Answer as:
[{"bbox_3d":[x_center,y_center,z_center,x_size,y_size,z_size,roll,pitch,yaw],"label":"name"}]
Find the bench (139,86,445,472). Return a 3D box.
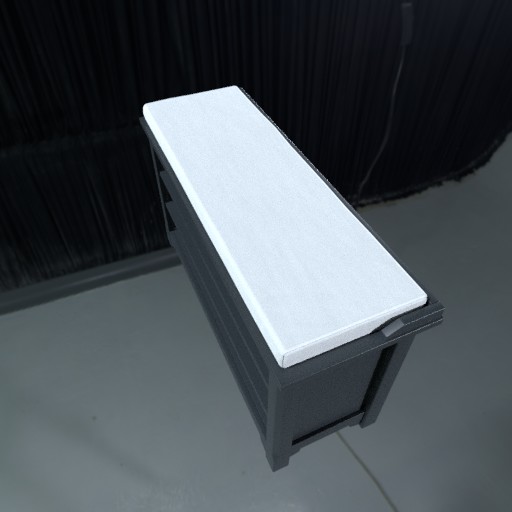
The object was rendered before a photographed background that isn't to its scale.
[{"bbox_3d":[0.000,0.000,1.255,0.345,0.561,0.973,-18,49,-16],"label":"bench"}]
